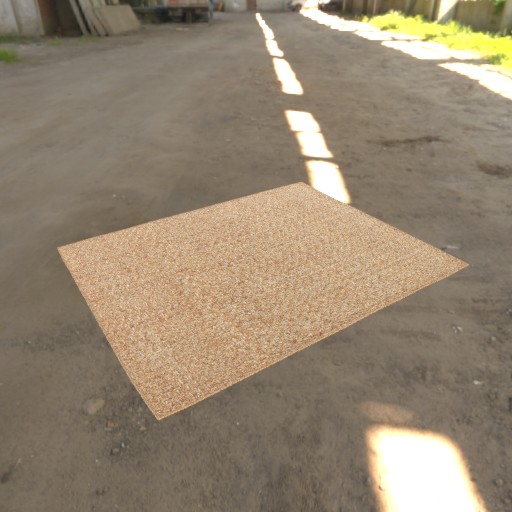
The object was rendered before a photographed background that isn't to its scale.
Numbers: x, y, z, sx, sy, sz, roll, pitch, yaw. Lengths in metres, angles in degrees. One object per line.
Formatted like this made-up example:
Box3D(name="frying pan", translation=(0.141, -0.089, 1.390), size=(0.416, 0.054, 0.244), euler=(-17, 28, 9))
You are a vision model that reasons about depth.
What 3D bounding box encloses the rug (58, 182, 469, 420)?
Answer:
Box3D(name="rug", translation=(0.000, 0.000, 4.142), size=(3.048, 0.013, 2.439), euler=(-19, 36, -29))
